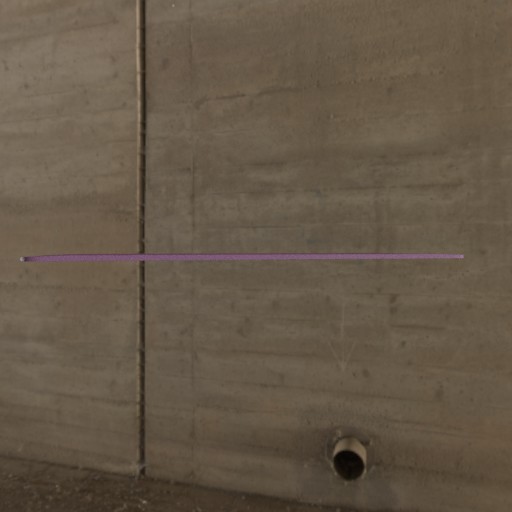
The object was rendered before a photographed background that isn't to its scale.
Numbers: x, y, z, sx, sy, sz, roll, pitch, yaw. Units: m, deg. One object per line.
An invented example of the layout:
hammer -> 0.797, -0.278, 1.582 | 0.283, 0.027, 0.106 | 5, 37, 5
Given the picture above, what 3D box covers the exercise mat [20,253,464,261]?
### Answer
exercise mat -> 0.000, 0.000, 2.054 | 1.869, 0.021, 0.616 | 0, 1, -18
